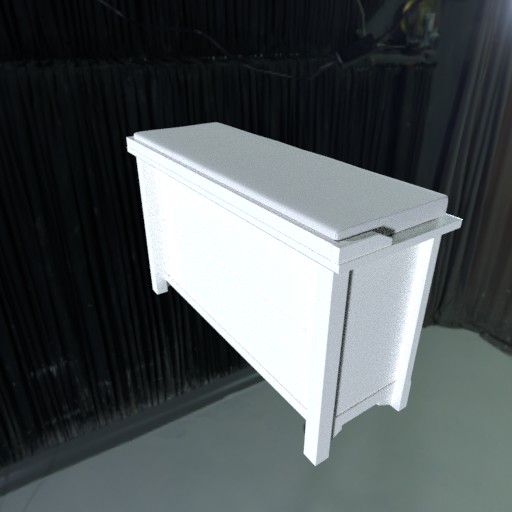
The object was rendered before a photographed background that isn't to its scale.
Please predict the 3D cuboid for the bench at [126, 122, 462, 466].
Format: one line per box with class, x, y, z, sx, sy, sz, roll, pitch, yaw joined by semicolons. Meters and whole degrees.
bench;0.000;0.000;1.294;0.346;0.589;0.987;-18;32;-30
